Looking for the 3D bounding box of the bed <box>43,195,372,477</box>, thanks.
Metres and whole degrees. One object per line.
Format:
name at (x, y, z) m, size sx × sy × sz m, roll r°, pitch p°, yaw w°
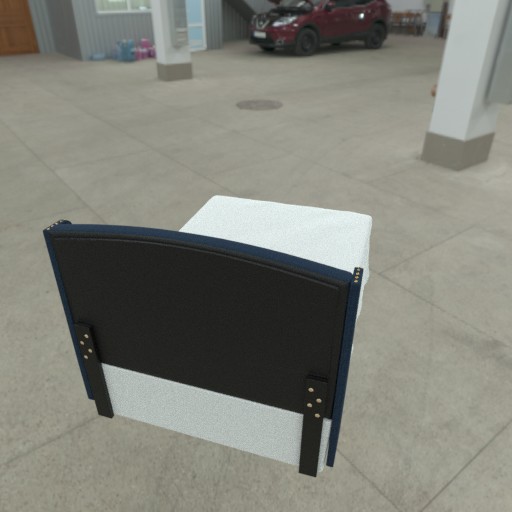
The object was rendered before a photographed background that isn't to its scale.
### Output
bed at (0.000, 0.000, 3.231) m, size 1.604 × 1.402 × 2.223 m, roll 9°, pitch 33°, yaw 15°
